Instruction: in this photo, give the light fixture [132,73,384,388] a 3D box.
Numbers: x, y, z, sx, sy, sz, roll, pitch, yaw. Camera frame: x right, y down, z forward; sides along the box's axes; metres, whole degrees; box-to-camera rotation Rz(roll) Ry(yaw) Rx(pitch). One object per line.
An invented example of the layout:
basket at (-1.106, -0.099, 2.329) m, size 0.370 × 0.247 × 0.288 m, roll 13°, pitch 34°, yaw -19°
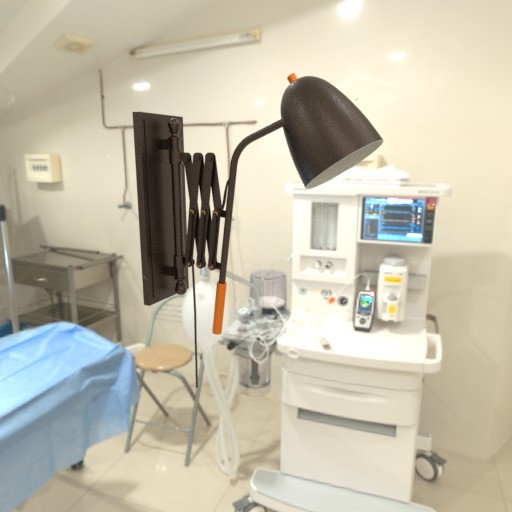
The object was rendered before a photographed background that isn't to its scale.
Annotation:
light fixture at (0.000, 0.000, 0.941) m, size 0.499 × 0.715 × 0.162 m, roll 7°, pitch 14°, yaw 26°
